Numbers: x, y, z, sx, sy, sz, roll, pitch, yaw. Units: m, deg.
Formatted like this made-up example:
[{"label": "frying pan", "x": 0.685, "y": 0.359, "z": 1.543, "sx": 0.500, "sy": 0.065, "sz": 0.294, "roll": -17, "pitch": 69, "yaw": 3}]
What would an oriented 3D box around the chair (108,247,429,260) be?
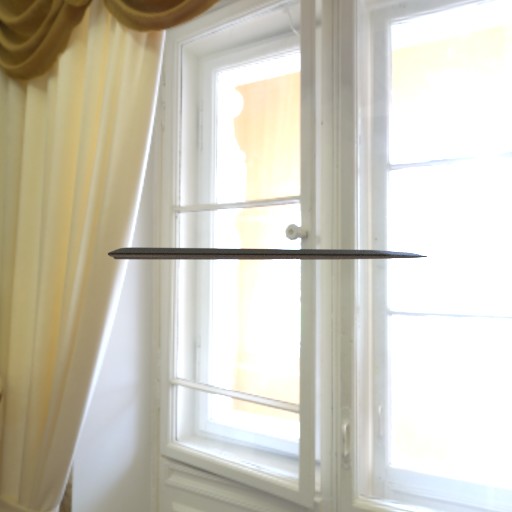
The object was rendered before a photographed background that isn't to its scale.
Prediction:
[{"label": "chair", "x": 0.000, "y": 0.000, "z": 1.972, "sx": 1.219, "sy": 0.024, "sz": 1.372, "roll": 0, "pitch": -1, "yaw": -17}]
